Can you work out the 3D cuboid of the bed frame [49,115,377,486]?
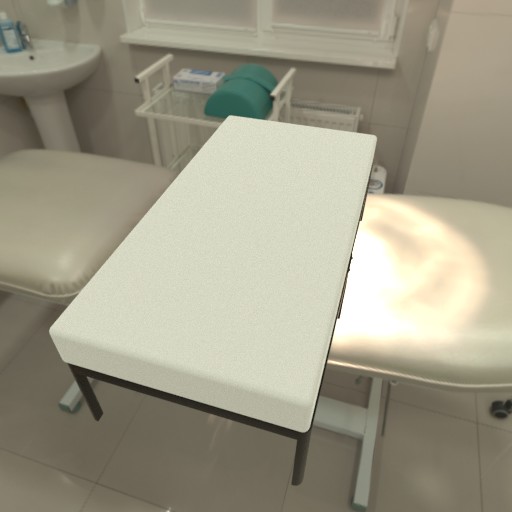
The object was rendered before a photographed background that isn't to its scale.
[{"bbox_3d":[0.000,0.000,2.424,1.023,0.659,1.950,12,43,13],"label":"bed frame"}]
